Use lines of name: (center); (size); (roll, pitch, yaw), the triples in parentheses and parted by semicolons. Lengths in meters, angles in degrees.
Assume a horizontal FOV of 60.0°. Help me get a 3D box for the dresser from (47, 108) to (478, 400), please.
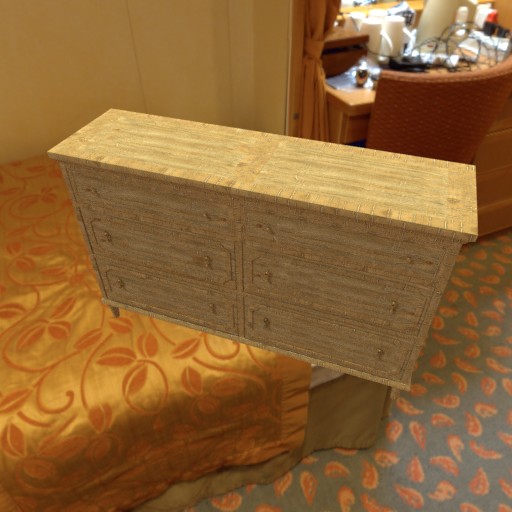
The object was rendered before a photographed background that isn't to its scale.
dresser: (0.000, 0.000, 2.077); (1.626, 1.016, 0.457); (13, 43, 15)
